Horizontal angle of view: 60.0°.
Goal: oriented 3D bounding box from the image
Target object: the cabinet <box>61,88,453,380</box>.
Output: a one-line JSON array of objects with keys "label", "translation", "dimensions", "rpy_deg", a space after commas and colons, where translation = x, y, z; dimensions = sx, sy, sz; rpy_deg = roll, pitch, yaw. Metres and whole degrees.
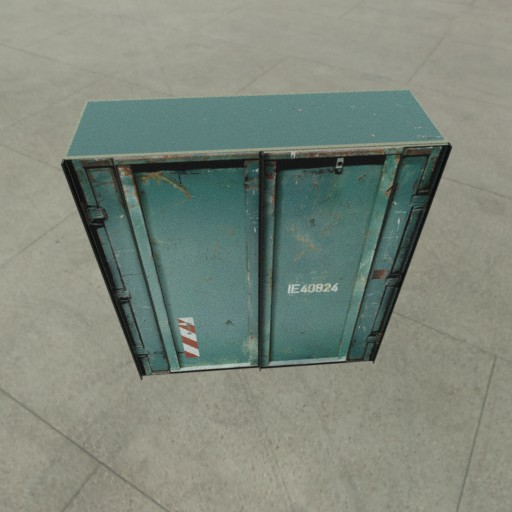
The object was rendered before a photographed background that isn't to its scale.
[{"label": "cabinet", "translation": [0.000, 0.000, 3.260], "dimensions": [2.000, 2.160, 0.680], "rpy_deg": [-3, 46, -3]}]
